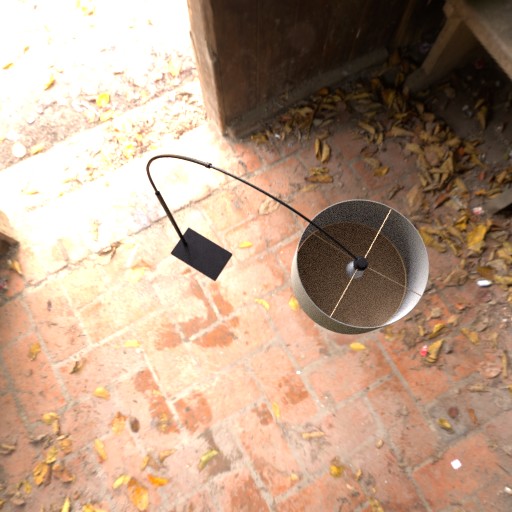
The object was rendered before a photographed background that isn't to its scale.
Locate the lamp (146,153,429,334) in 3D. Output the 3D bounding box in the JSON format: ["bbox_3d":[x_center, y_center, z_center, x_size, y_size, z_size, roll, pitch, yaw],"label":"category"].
[{"bbox_3d":[0.000,0.000,2.522,1.424,1.927,0.493,31,77,8],"label":"lamp"}]
